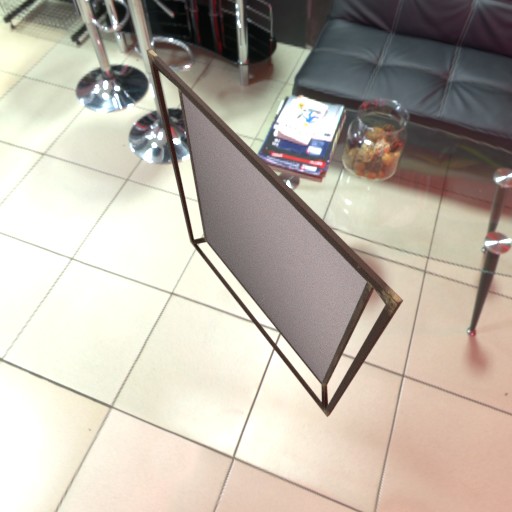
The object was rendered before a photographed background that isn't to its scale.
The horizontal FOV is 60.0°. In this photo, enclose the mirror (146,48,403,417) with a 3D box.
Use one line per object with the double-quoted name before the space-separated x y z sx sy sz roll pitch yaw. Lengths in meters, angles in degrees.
"mirror" 0.000 0.000 0.915 0.032 0.610 0.610 -32 63 -18
